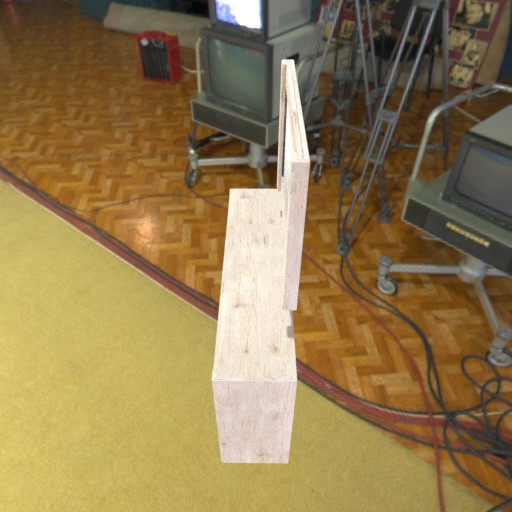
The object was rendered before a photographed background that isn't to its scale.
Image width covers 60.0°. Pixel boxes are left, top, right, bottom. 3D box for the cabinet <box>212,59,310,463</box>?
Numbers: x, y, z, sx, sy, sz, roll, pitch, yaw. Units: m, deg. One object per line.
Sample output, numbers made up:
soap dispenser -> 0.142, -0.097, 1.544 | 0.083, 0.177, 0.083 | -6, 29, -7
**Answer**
cabinet -> 0.000, 0.000, 2.760 | 0.420, 1.981, 1.700 | 0, 42, 0
